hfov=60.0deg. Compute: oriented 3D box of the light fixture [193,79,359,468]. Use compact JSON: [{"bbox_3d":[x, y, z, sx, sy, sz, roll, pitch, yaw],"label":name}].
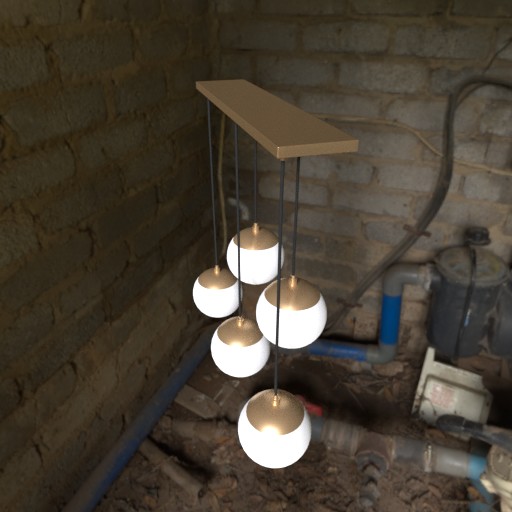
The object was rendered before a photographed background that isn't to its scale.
[{"bbox_3d":[0.000,0.000,1.309,0.299,0.869,0.863,-9,31,-15],"label":"light fixture"}]
